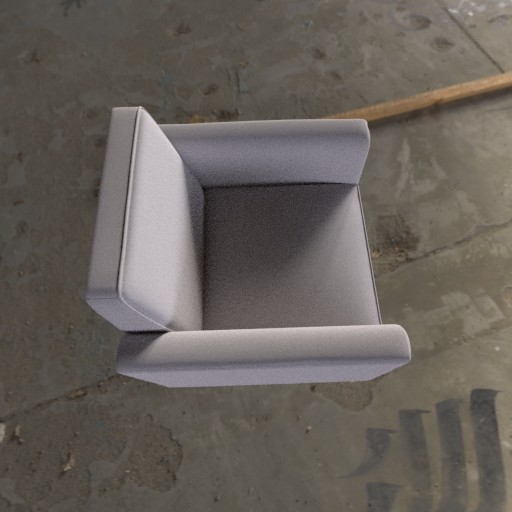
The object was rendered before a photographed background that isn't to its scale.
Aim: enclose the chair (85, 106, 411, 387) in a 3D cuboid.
[{"bbox_3d":[0.000,0.000,1.397,0.750,0.780,0.780,-2,64,-1],"label":"chair"}]
